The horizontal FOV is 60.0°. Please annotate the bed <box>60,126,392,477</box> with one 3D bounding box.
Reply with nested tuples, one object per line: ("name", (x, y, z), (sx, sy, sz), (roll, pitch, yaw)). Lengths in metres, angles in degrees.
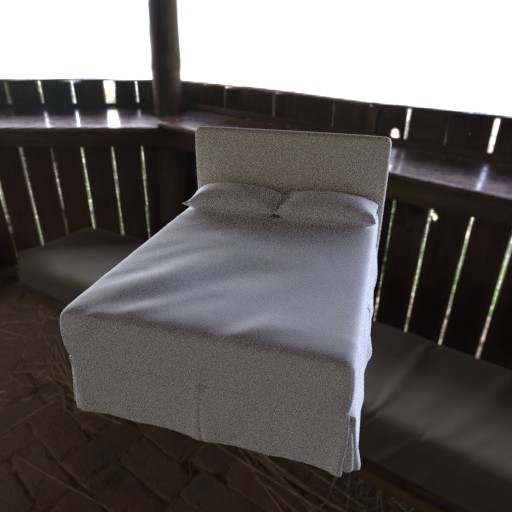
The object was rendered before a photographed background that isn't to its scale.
("bed", (0.000, 0.000, 3.073), (1.714, 1.330, 2.147), (8, 28, 15))
